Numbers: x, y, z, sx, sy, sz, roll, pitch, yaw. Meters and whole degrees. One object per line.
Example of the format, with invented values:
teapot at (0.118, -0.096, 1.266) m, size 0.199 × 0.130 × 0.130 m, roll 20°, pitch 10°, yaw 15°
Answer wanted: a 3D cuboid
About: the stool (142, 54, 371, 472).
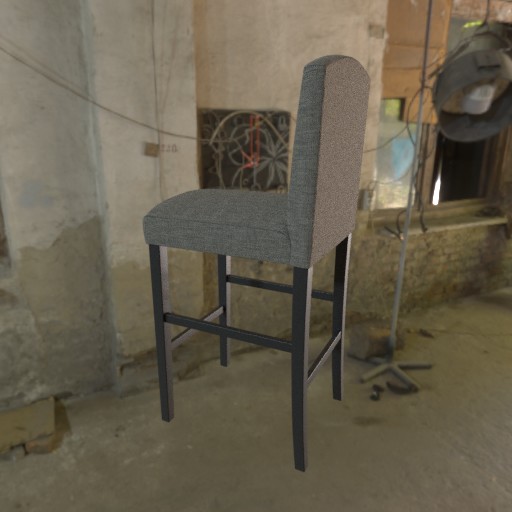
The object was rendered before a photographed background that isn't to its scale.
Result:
stool at (0.000, 0.000, 1.406) m, size 0.552 × 1.138 × 0.451 m, roll 9°, pitch 19°, yaw 25°
